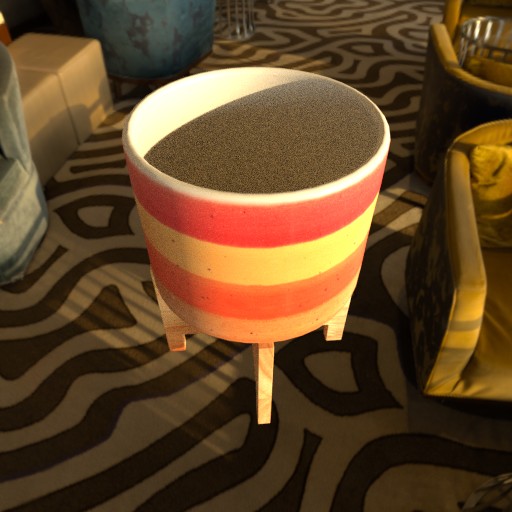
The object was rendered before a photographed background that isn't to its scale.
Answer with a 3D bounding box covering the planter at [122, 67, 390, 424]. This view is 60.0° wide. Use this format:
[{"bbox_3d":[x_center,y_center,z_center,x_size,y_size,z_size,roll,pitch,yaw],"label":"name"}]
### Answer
[{"bbox_3d":[0.000,0.000,0.564,0.269,0.379,0.269,0,45,0],"label":"planter"}]
